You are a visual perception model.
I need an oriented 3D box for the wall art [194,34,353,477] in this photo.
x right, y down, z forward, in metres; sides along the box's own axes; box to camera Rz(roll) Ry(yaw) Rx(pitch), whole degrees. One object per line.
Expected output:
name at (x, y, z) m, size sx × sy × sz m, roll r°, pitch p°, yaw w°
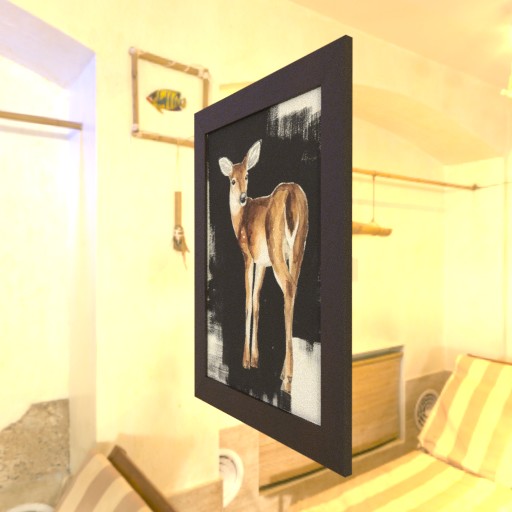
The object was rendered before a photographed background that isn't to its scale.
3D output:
wall art at (0.000, 0.000, 0.655) m, size 0.013 × 0.508 × 0.359 m, roll 0°, pitch 1°, yaw -37°
